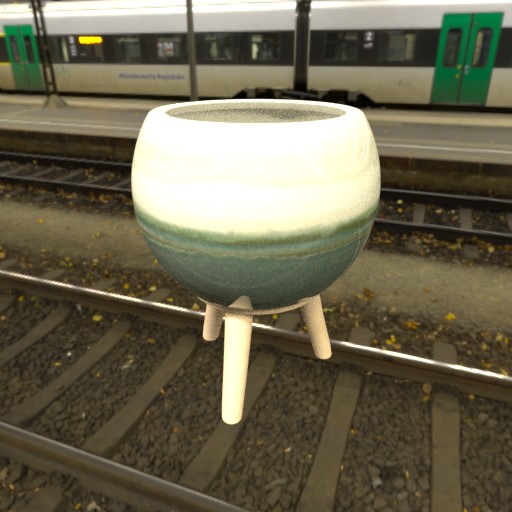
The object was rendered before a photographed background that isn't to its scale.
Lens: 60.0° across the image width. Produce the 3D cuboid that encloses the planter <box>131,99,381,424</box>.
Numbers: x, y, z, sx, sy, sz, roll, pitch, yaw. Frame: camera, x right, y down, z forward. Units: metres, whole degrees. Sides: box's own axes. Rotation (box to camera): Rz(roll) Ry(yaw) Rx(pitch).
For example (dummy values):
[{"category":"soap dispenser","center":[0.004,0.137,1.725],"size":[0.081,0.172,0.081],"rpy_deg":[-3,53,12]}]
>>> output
[{"category":"planter","center":[0.000,0.000,0.439],"size":[0.222,0.278,0.222],"rpy_deg":[0,25,0]}]
